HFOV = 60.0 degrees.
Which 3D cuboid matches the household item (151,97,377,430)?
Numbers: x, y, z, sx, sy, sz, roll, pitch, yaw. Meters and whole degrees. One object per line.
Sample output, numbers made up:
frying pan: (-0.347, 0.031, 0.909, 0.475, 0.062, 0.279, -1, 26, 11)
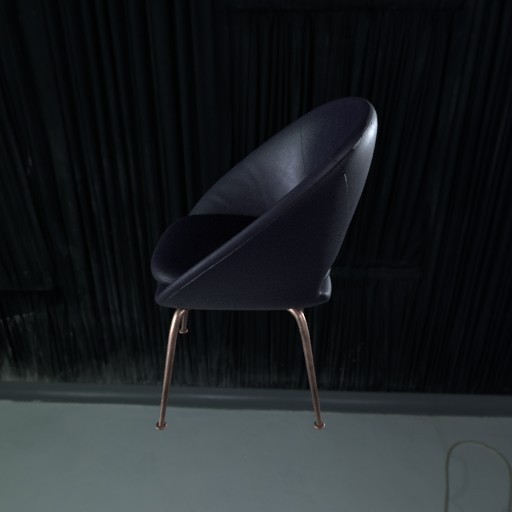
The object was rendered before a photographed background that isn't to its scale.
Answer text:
household item: (0.000, 0.000, 1.269, 0.573, 0.852, 0.623, 0, 27, 0)
